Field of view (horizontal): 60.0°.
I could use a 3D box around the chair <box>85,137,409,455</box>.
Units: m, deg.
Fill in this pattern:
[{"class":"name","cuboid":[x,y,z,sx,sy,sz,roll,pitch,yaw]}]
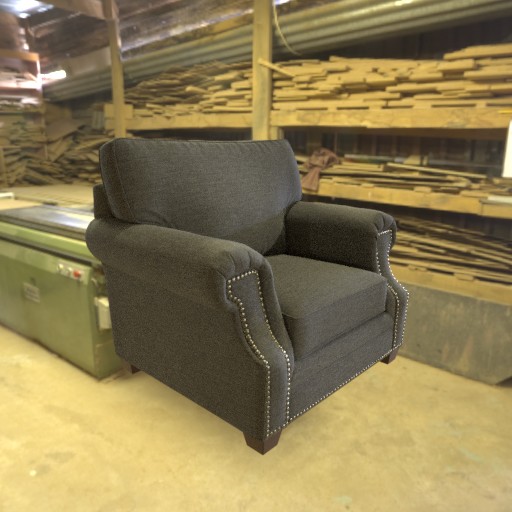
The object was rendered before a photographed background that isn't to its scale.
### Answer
[{"class":"chair","cuboid":[0.000,0.000,1.856,0.965,0.961,1.092,13,19,42]}]
